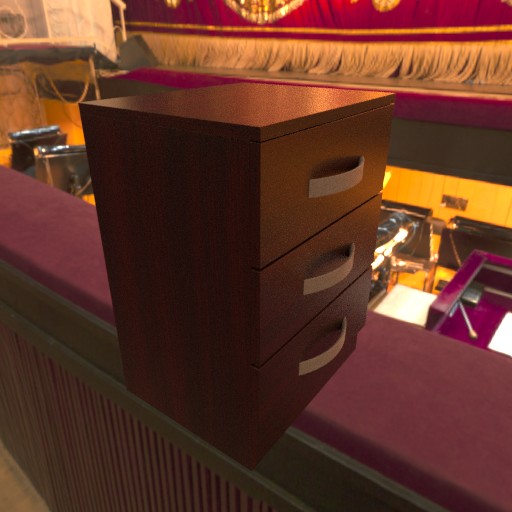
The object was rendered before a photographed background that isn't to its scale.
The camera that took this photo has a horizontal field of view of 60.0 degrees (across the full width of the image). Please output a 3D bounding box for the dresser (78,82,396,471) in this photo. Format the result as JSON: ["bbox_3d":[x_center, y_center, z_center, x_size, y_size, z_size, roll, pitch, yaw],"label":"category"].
[{"bbox_3d":[0.000,0.000,0.829,0.360,0.560,0.400,18,32,32],"label":"dresser"}]
